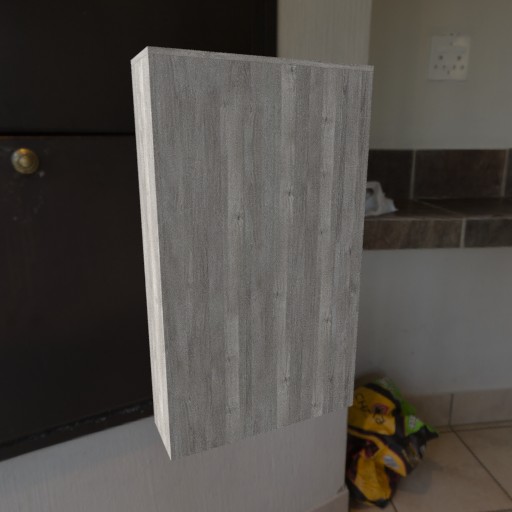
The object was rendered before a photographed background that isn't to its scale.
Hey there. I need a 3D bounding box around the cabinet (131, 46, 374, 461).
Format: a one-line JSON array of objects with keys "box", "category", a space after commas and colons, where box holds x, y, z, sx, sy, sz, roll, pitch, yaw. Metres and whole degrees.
[{"box": [0.000, 0.000, 1.589, 0.750, 1.280, 0.250, -7, 16, -25], "category": "cabinet"}]
